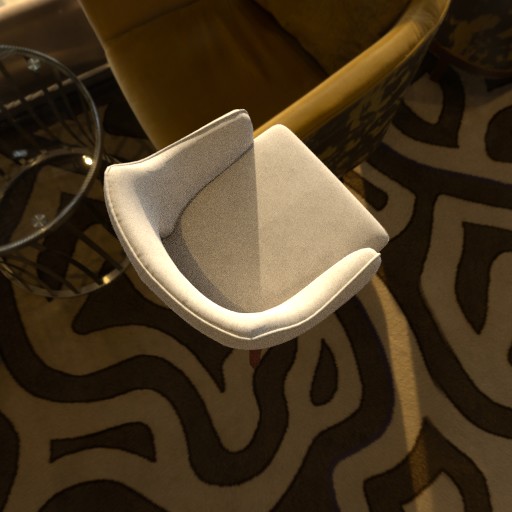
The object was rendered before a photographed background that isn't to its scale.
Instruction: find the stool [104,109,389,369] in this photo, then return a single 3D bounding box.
[{"bbox_3d":[0.000,0.000,1.320,0.558,1.012,0.548,-38,78,-10],"label":"stool"}]
